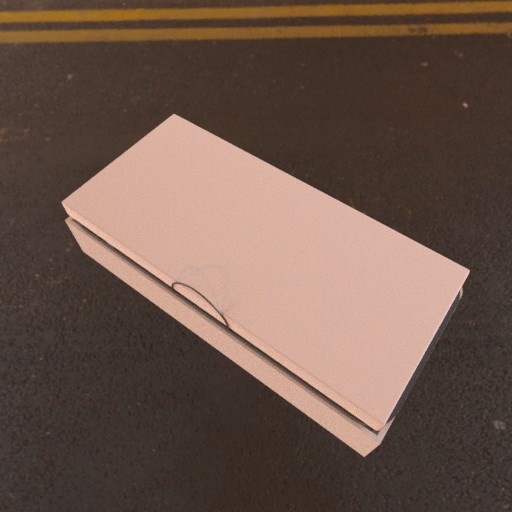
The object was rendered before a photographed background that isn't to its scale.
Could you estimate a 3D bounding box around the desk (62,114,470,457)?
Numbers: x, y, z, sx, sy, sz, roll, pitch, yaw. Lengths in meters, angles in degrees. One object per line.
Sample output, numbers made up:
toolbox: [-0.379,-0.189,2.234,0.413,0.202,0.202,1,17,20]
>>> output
desk: [0.000,0.000,2.311,1.900,0.526,0.900,32,62,19]
